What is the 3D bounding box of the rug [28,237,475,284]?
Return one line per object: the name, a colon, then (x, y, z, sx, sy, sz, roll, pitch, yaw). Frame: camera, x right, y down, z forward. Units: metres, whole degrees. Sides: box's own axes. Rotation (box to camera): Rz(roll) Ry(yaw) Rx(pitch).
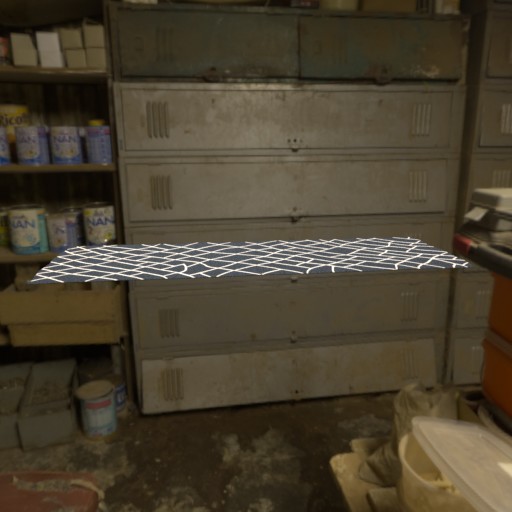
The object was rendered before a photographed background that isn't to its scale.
rug: (0.000, 0.000, 2.783, 2.476, 0.010, 0.807, -2, 15, -7)
